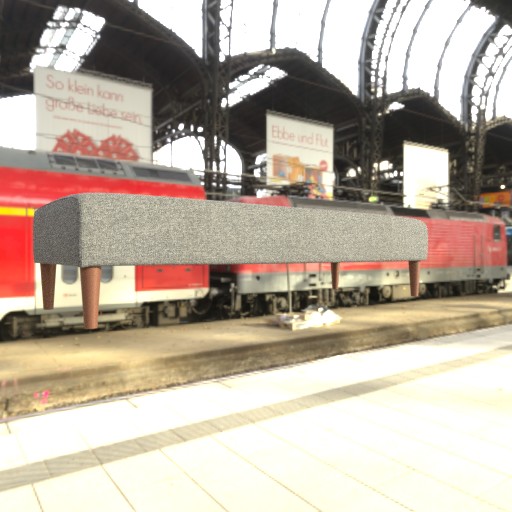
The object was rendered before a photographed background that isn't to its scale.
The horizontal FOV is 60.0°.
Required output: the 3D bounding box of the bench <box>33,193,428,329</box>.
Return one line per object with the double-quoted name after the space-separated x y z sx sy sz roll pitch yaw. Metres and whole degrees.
0.000 0.000 1.853 1.598 0.384 0.631 0 0 -37 "bench"
